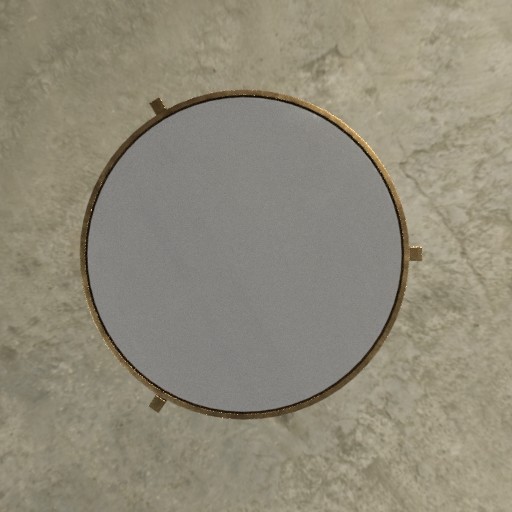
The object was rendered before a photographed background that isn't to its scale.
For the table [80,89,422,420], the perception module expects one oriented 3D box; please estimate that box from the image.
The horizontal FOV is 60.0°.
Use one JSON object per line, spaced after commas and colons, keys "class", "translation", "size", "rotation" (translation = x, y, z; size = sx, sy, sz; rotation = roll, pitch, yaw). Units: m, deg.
{"class": "table", "translation": [0.000, 0.000, 0.445], "size": [0.243, 0.269, 0.231], "rotation": [0, 89, 1]}
